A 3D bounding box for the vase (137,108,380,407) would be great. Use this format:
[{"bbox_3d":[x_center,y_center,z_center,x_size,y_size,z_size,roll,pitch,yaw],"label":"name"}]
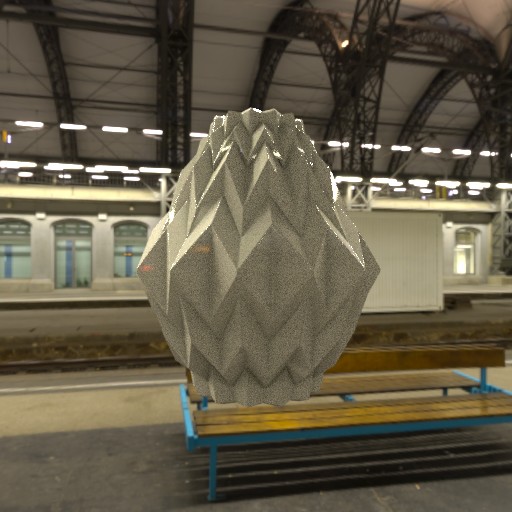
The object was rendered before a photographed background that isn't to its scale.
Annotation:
[{"bbox_3d":[0.000,0.000,0.308,0.164,0.185,0.164,0,0,0],"label":"vase"}]
